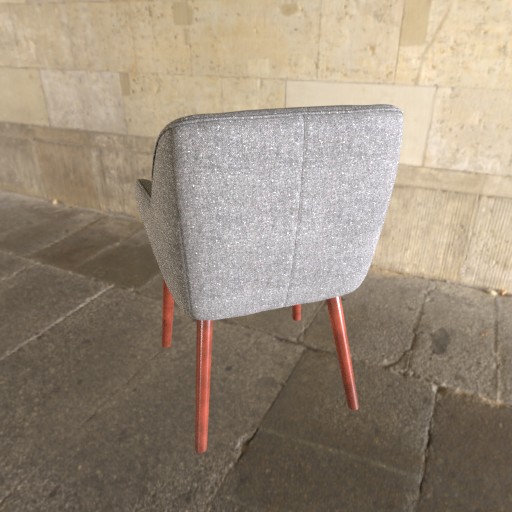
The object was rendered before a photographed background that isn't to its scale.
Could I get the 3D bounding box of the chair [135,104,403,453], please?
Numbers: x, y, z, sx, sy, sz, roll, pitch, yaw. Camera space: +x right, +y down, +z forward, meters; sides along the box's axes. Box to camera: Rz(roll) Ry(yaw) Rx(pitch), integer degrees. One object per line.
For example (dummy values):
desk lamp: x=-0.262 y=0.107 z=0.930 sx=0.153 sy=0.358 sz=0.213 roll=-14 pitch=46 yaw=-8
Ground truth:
chair: x=0.000 y=0.000 z=1.152 sx=0.543 sy=0.803 sz=0.519 roll=-9 pitch=28 yaw=-17
